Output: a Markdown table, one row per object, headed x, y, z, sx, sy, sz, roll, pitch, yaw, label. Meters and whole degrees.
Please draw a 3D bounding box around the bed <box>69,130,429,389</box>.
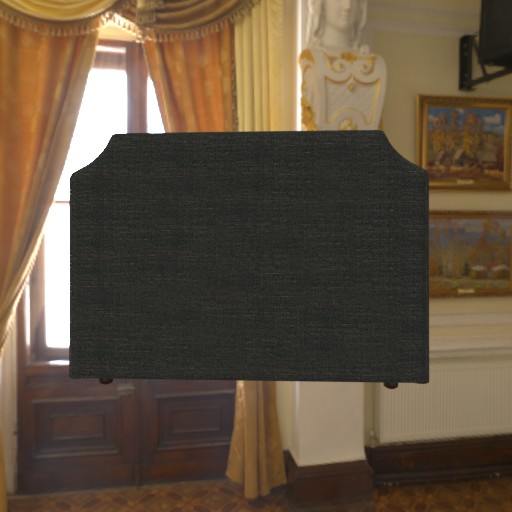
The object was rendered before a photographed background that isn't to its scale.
| x | y | z | sx | sy | sz | roll | pitch | yaw | label |
| --- | --- | --- | --- | --- | --- | --- | --- | --- | --- |
| 0.000 | 0.000 | 3.303 | 1.828 | 1.297 | 2.208 | 0 | 1 | 3 | bed |
